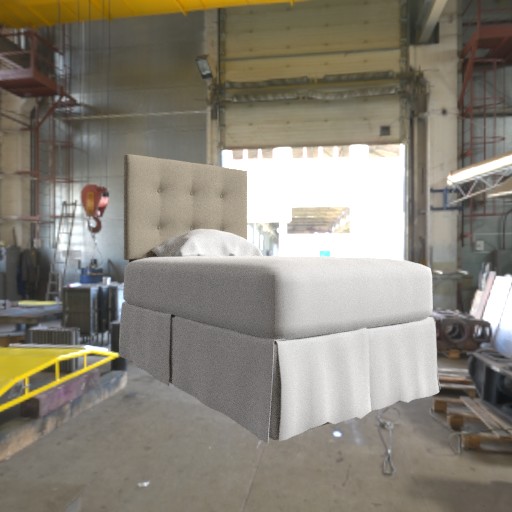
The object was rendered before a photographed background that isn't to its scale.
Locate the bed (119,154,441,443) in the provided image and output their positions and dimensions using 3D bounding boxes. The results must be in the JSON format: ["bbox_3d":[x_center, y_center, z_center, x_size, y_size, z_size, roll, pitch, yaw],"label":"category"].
[{"bbox_3d":[0.000,0.000,2.980,1.261,1.571,1.997,0,0,-36],"label":"bed"}]
